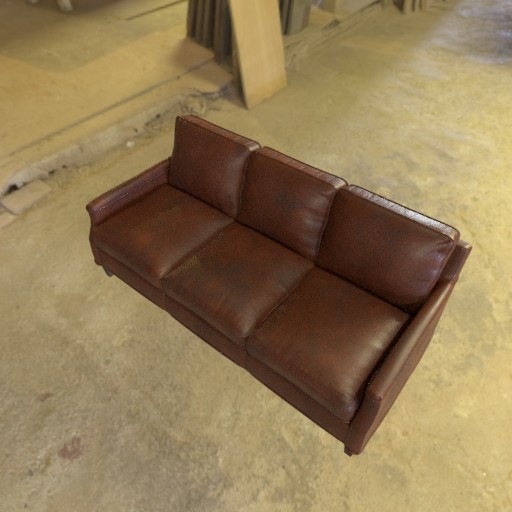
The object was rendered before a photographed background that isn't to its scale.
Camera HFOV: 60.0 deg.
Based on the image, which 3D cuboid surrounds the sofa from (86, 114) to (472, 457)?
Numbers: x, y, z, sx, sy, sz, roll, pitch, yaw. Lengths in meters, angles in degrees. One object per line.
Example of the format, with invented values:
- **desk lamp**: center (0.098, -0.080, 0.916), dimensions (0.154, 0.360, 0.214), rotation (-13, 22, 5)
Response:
- **sofa**: center (0.000, 0.000, 2.824), dimensions (2.240, 1.003, 1.084), rotation (30, 52, 27)
